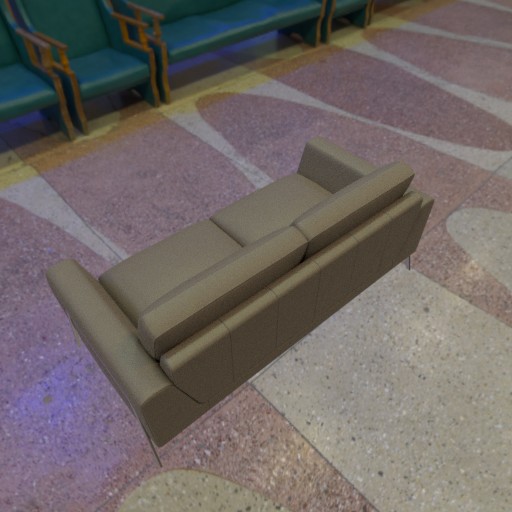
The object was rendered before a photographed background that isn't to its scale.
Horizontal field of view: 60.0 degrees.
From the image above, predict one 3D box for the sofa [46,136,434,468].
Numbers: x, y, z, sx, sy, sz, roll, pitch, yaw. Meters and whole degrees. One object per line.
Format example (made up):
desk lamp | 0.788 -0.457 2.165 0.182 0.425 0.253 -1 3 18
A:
sofa | 0.000 0.000 2.541 2.017 0.875 0.953 -31 53 -27
